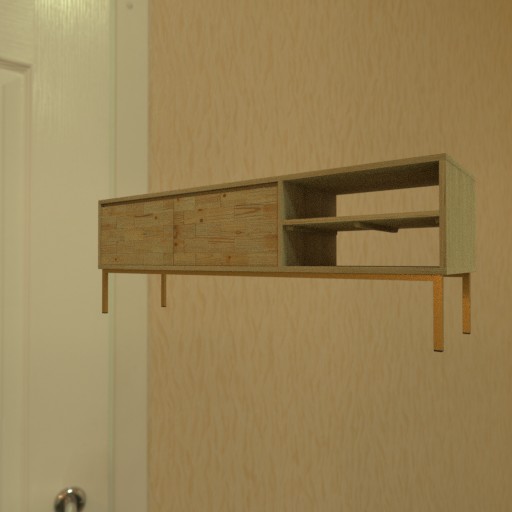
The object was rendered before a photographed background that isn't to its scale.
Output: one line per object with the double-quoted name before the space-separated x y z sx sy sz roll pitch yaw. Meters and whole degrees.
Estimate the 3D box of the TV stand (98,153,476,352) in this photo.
"TV stand" 0.000 0.000 1.854 1.600 0.550 0.420 -1 -1 36
